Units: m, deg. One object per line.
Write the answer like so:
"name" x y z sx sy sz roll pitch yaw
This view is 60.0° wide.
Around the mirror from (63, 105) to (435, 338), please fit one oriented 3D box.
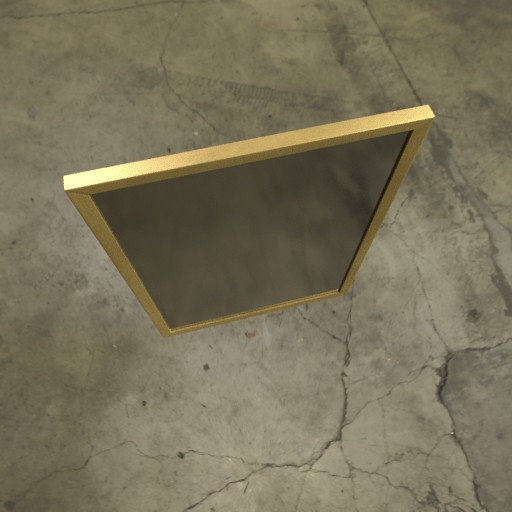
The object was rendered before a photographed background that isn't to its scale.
"mirror" 0.000 0.000 1.348 0.762 1.016 0.040 -13 64 -6
